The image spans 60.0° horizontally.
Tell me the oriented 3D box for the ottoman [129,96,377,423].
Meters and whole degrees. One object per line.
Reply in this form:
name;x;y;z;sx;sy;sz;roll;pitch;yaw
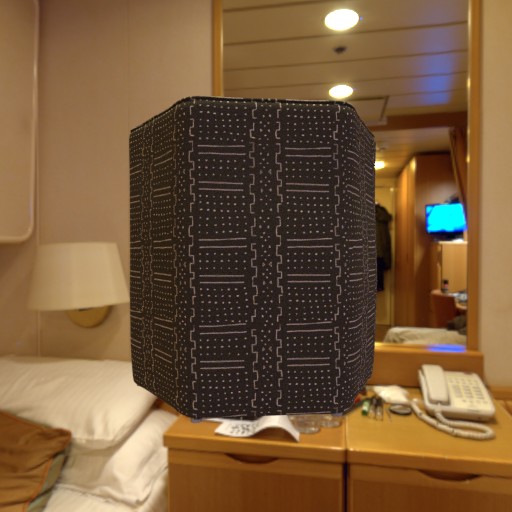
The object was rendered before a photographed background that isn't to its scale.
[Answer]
ottoman;0.000;0.000;0.884;0.443;0.502;0.494;-1;1;-36
